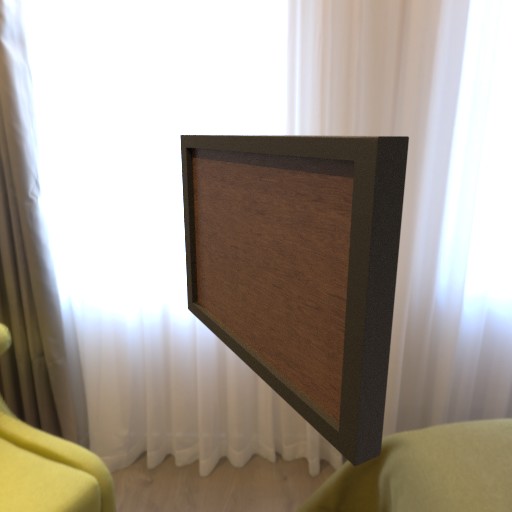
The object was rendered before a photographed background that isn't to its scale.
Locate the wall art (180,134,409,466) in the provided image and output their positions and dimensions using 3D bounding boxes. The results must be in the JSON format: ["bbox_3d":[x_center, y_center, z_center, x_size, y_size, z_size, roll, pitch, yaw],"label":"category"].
[{"bbox_3d":[0.000,0.000,0.866,0.051,0.456,0.671,-8,18,-28],"label":"wall art"}]
